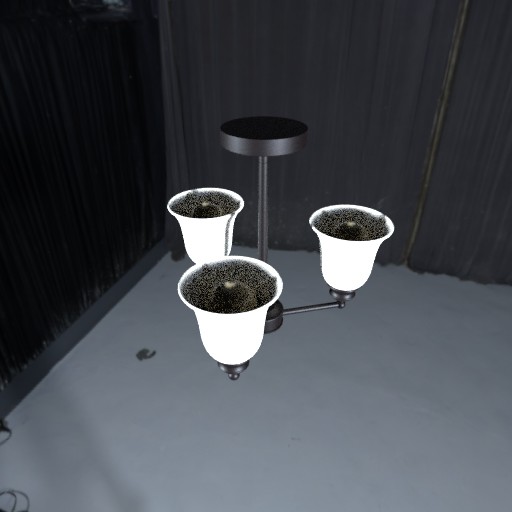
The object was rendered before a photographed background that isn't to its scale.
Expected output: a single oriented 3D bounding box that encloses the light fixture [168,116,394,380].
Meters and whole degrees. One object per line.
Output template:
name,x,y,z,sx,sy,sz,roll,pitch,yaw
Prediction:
light fixture,0.000,0.000,0.673,0.388,0.370,0.354,9,32,15
